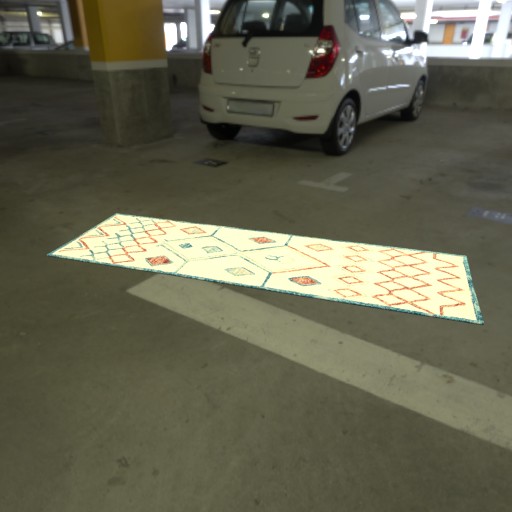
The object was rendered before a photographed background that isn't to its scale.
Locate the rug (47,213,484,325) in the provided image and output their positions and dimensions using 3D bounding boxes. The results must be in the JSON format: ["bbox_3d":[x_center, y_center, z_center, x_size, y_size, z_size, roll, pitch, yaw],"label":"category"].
[{"bbox_3d":[0.000,0.000,2.687,2.435,0.011,0.750,8,27,16],"label":"rug"}]
